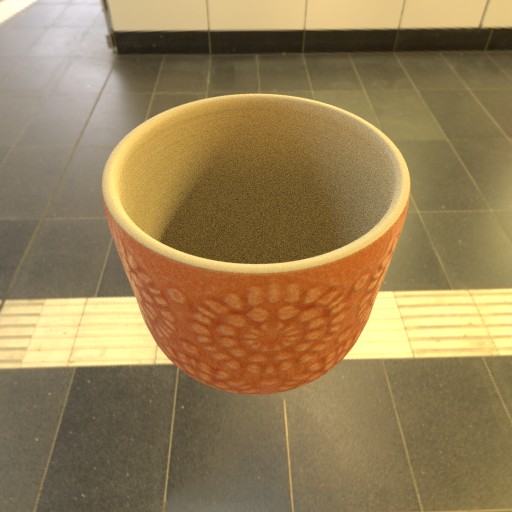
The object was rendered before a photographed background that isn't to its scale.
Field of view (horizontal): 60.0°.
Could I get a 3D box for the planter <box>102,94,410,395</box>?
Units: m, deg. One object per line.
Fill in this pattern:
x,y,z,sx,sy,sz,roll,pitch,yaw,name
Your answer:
0.000,0.000,0.218,0.124,0.109,0.124,0,46,0,planter
